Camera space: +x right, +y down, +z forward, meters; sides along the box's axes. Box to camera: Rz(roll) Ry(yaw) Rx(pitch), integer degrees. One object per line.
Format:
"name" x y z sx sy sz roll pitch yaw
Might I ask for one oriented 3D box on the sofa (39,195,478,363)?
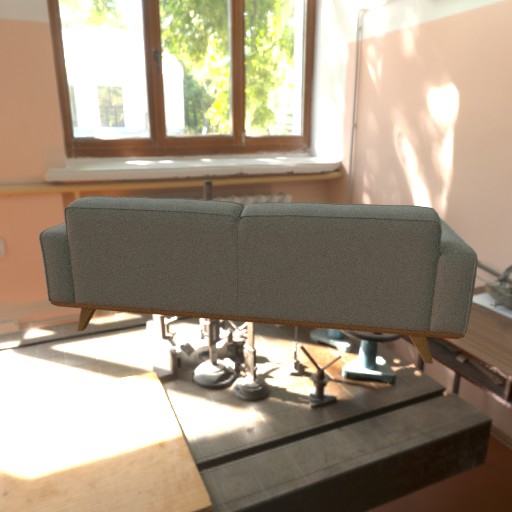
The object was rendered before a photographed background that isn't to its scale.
"sofa" 0.000 0.000 2.681 2.270 0.781 0.956 3 17 10
